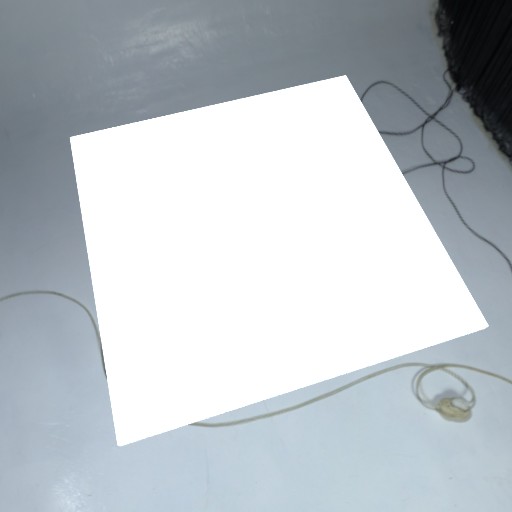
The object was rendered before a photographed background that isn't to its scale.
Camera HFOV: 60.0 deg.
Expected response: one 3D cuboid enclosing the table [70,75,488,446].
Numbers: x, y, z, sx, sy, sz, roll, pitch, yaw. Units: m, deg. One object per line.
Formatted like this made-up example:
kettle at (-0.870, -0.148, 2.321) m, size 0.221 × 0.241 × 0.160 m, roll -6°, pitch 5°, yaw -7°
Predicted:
table at (0.000, 0.000, 1.037) m, size 0.670 × 0.305 × 0.670 m, roll -15°, pitch 64°, yaw -8°
